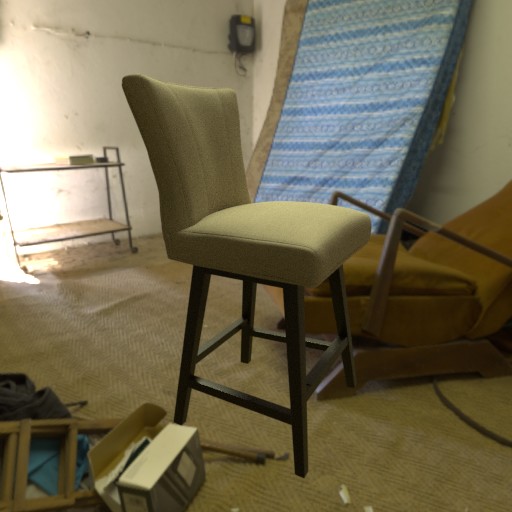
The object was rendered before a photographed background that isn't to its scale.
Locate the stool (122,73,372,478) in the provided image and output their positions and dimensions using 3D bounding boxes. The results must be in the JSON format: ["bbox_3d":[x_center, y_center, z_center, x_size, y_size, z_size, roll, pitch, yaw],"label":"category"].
[{"bbox_3d":[0.000,0.000,1.335,0.574,1.000,0.514,8,18,27],"label":"stool"}]
